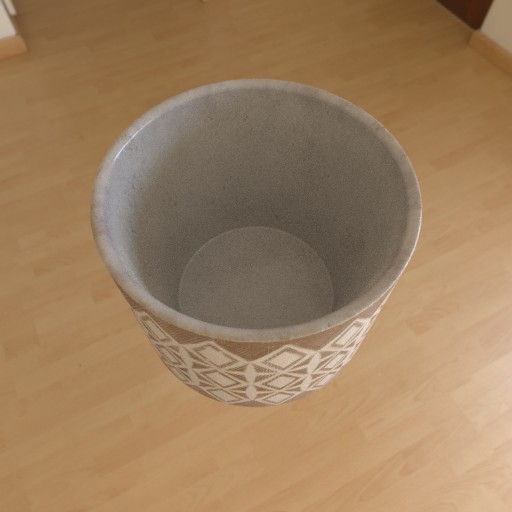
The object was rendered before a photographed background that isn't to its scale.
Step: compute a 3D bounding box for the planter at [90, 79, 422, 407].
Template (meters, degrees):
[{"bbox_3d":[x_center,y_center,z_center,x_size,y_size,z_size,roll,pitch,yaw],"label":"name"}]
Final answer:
[{"bbox_3d":[0.000,0.000,0.332,0.193,0.165,0.193,0,59,0],"label":"planter"}]
